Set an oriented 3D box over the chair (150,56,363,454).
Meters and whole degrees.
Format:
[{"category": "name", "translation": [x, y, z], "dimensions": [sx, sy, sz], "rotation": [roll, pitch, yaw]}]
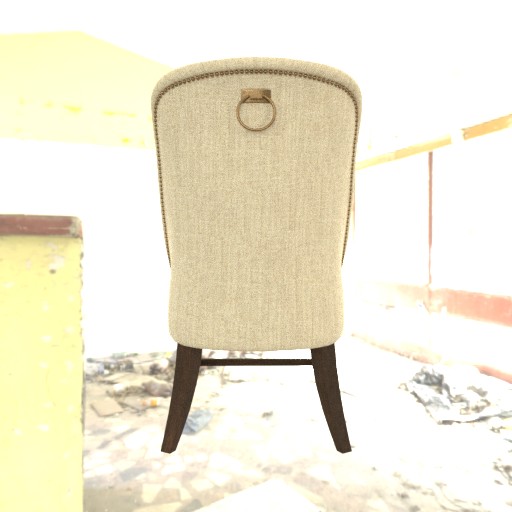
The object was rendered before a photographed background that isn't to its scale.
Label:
[{"category": "chair", "translation": [0.000, 0.000, 1.491], "dimensions": [0.634, 1.091, 0.629], "rotation": [0, 2, 0]}]
